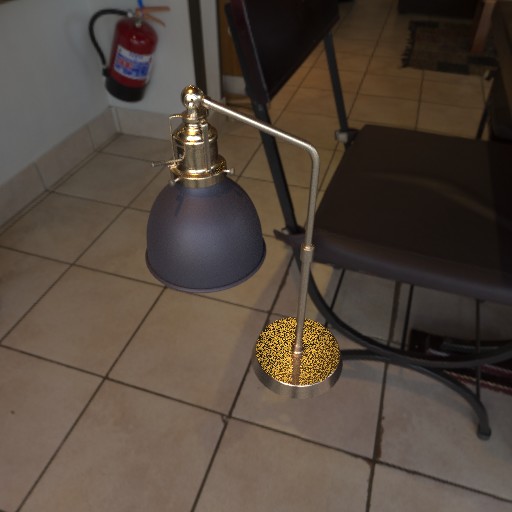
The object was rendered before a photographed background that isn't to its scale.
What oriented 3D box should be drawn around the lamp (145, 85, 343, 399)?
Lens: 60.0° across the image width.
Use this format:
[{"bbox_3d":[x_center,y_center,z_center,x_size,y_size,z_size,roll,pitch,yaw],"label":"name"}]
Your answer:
[{"bbox_3d":[0.000,0.000,0.596,0.291,0.456,0.160,0,41,-1],"label":"lamp"}]
